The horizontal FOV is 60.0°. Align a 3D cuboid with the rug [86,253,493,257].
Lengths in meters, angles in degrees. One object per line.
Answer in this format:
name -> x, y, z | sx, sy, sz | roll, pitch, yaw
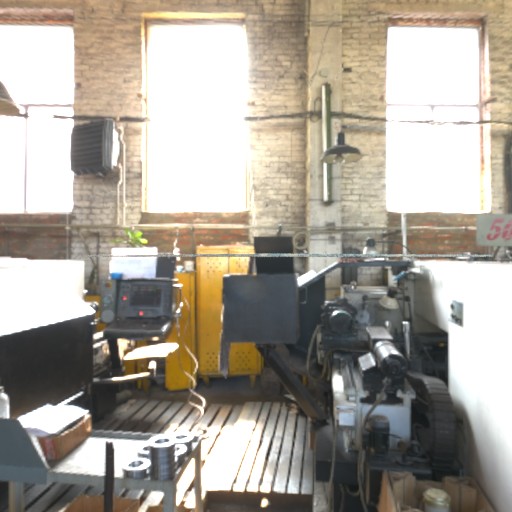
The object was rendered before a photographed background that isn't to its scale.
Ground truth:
rug -> 0.000, 0.000, 2.319 | 1.260, 0.009, 1.820 | 0, 0, -35
